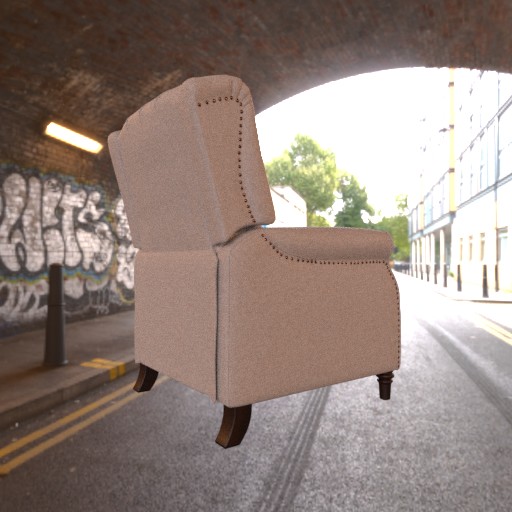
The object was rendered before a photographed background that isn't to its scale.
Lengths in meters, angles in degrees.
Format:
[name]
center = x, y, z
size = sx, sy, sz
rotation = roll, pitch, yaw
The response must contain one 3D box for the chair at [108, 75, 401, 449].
[chair]
center = 0.000, 0.000, 1.639
size = 0.902, 1.035, 0.742
rotation = 0, -1, -36
